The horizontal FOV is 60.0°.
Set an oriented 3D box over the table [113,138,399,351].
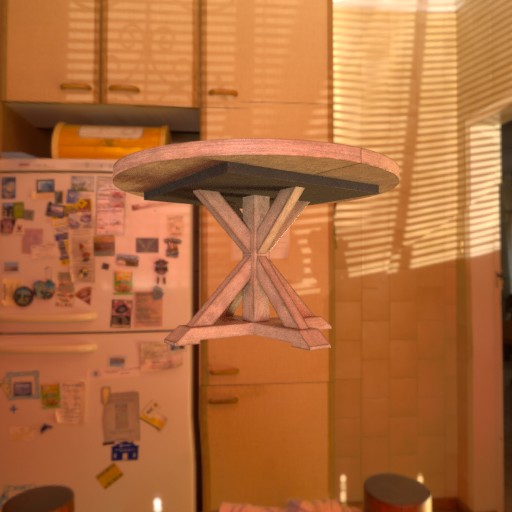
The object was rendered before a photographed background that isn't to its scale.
[{"bbox_3d":[0.000,0.000,2.199,1.363,0.781,1.363,0,-1,0],"label":"table"}]
